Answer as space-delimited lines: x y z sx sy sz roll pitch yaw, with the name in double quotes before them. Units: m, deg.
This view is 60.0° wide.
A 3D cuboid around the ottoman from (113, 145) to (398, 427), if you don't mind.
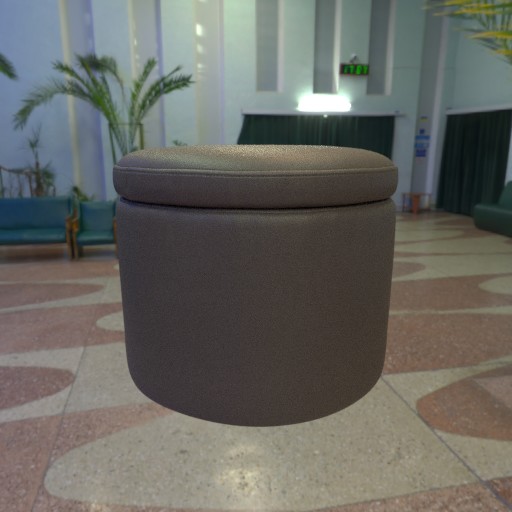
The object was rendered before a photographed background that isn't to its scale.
"ottoman" 0.000 0.000 0.844 0.500 0.409 0.500 0 14 0
